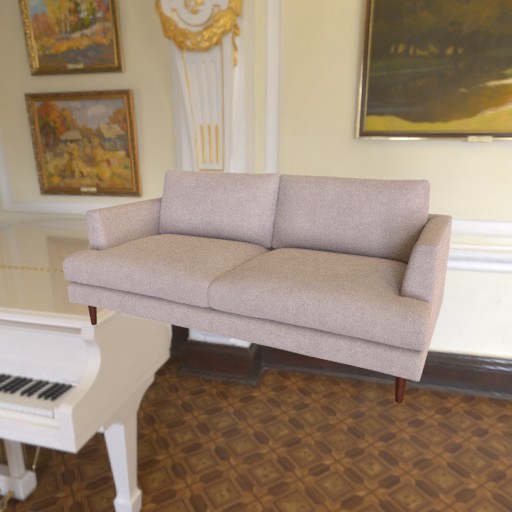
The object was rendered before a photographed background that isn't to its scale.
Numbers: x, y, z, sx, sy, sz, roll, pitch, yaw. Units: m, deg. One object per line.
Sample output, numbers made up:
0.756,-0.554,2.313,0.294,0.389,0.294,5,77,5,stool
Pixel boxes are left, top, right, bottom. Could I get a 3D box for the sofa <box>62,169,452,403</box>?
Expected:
0.000,0.000,2.492,1.948,0.868,1.020,7,17,26,sofa
